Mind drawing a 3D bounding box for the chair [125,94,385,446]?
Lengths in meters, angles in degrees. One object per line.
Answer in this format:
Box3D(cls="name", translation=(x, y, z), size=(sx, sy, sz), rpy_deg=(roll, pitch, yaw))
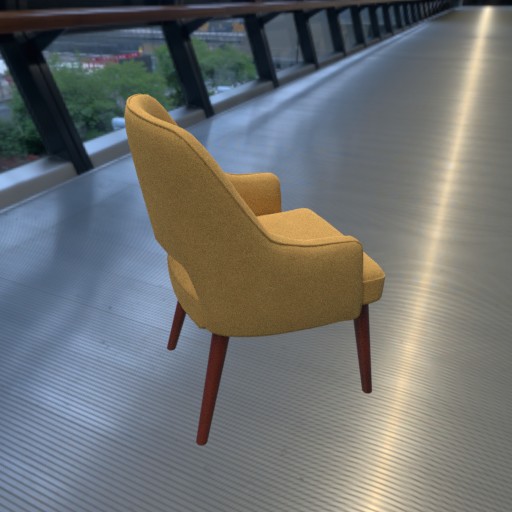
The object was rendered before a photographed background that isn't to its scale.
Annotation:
Box3D(cls="chair", translation=(0.000, 0.000, 1.239), size=(0.605, 0.849, 0.548), rpy_deg=(-11, 31, -18))
